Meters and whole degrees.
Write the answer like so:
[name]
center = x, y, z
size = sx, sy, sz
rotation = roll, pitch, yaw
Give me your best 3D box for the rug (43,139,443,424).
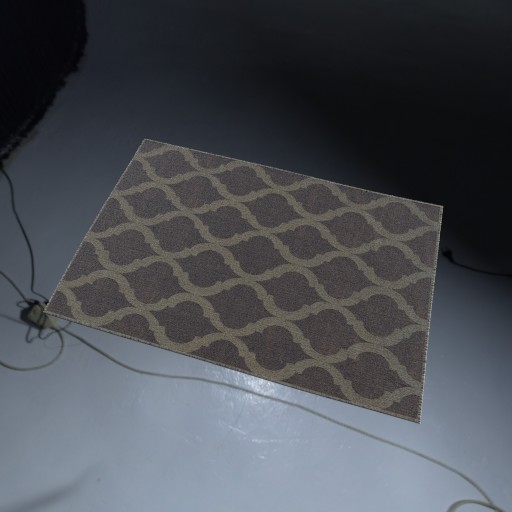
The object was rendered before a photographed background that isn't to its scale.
[rug]
center = 0.000, 0.000, 2.908
size = 2.284, 0.008, 1.522
rotation = 14, 61, 8
